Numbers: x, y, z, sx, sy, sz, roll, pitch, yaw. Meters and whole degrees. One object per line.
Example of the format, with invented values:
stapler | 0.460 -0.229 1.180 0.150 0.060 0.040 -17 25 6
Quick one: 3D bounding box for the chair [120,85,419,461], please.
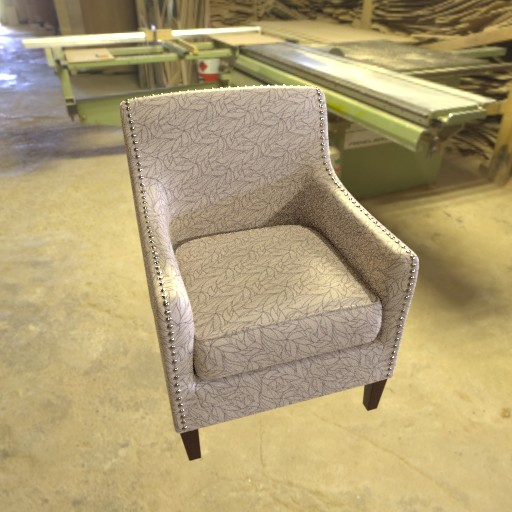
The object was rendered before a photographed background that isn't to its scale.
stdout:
chair | 0.000 0.000 1.283 0.623 0.816 0.651 -10 34 -15
